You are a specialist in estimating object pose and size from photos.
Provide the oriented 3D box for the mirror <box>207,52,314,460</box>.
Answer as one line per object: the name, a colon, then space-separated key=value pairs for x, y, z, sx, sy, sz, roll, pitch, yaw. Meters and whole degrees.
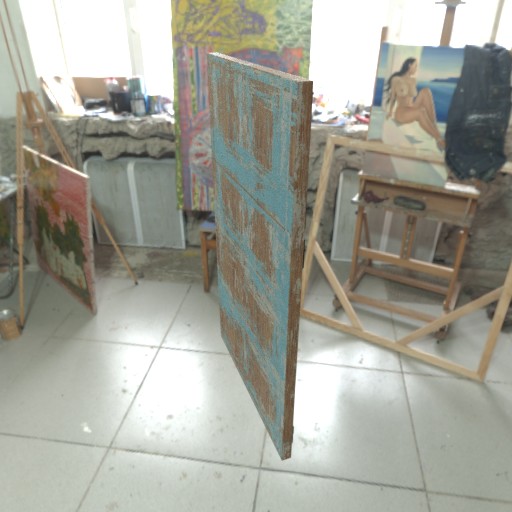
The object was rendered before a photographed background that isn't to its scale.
mirror: x=0.000 y=0.000 z=1.513 sx=0.083 sy=1.213 sz=0.707 roll=-11 pitch=31 yaw=-18
